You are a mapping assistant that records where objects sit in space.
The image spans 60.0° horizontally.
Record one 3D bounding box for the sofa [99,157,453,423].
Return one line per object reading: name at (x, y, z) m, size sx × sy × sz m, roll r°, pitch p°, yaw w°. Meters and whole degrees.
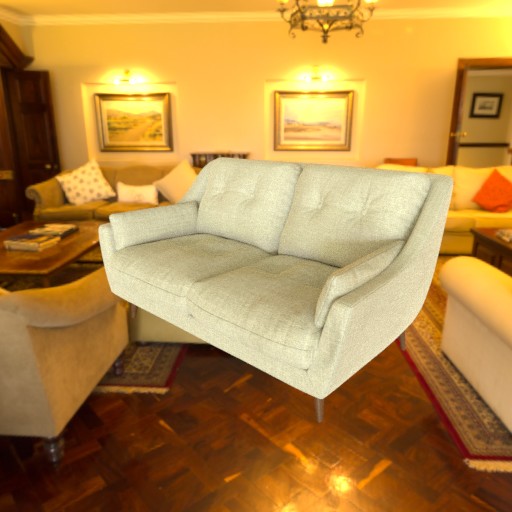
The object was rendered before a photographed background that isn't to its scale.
sofa at (0.000, 0.000, 2.245) m, size 1.652 × 0.888 × 0.965 m, roll 16°, pitch 23°, yaw 42°
